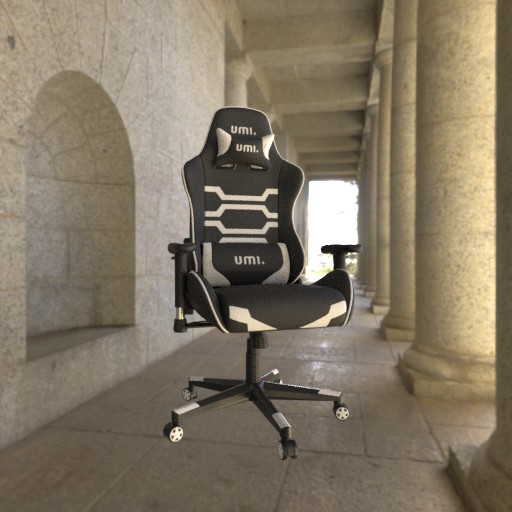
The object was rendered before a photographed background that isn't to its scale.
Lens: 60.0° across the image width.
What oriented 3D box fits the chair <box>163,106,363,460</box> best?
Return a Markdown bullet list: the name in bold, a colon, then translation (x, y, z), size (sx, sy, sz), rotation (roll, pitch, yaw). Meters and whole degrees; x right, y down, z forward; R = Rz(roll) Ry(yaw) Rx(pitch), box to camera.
- **chair**: translation (0.000, 0.000, 1.659), size (0.700, 1.240, 0.700), rotation (0, 1, -18)
